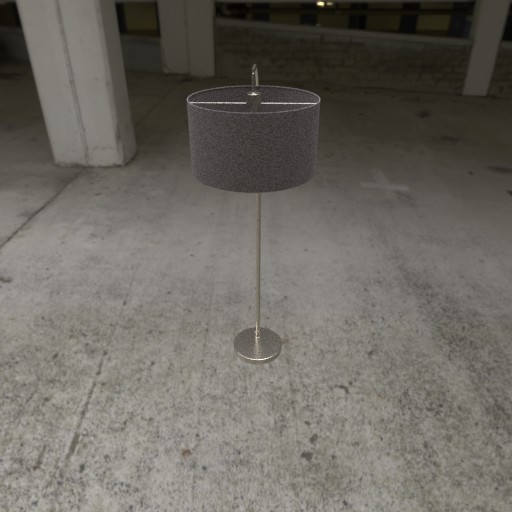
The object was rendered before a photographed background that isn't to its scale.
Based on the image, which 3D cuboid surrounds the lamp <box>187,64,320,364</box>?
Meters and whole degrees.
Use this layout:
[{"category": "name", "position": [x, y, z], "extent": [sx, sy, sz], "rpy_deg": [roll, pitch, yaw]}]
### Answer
[{"category": "lamp", "position": [0.000, 0.000, 2.116], "extent": [0.452, 1.735, 0.934], "rpy_deg": [1, 31, 2]}]
